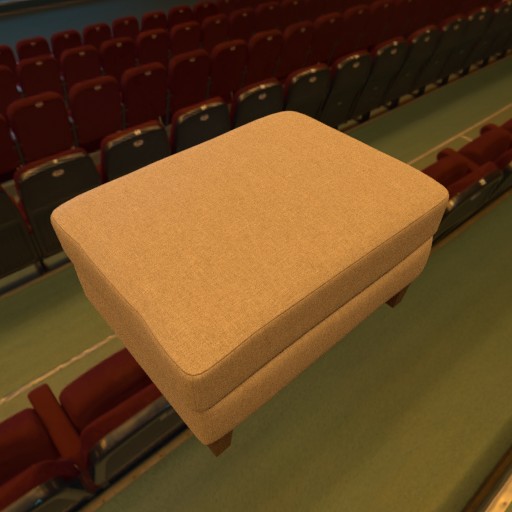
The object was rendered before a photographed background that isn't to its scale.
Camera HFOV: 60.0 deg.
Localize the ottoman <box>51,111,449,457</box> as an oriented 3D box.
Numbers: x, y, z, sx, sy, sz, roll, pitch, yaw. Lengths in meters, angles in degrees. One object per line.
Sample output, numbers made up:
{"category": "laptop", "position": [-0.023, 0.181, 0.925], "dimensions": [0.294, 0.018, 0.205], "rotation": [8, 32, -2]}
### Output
{"category": "ottoman", "position": [0.000, 0.000, 1.323], "dimensions": [0.898, 0.519, 0.677], "rotation": [-31, 52, -28]}
